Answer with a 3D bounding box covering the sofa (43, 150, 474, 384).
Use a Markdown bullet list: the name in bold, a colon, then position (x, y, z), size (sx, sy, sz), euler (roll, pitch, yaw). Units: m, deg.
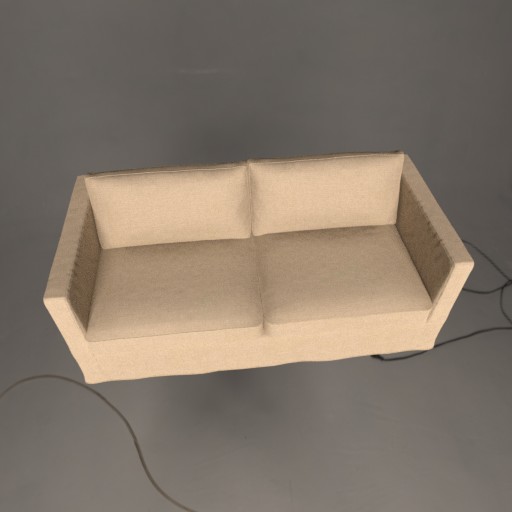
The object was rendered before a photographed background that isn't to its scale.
- **sofa**: position (0.000, 0.000, 2.488), size (1.987, 0.847, 0.956), euler (-5, 46, -4)
